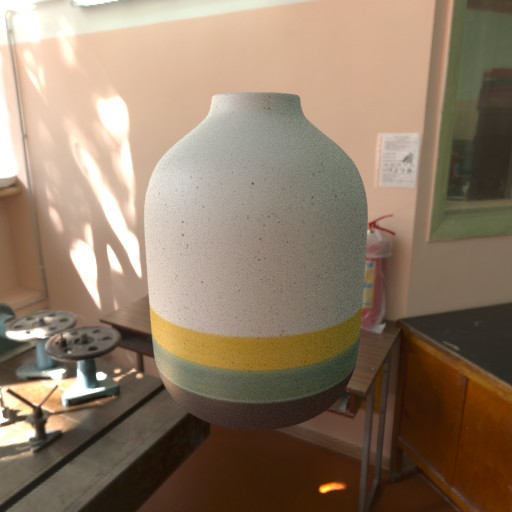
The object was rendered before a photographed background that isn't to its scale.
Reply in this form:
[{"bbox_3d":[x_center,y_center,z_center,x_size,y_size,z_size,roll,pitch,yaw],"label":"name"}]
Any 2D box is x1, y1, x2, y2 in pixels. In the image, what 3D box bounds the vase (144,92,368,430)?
[{"bbox_3d":[0.000,0.000,0.353,0.169,0.240,0.169,0,15,0],"label":"vase"}]
